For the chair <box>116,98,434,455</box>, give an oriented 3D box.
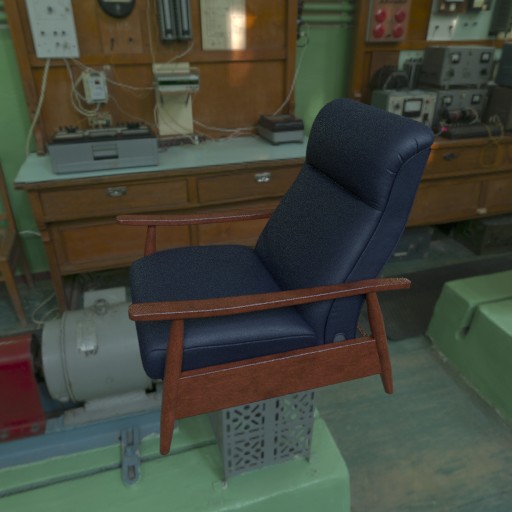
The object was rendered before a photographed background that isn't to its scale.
[{"bbox_3d":[0.000,0.000,1.759,1.014,1.082,0.762,-9,30,-16],"label":"chair"}]
